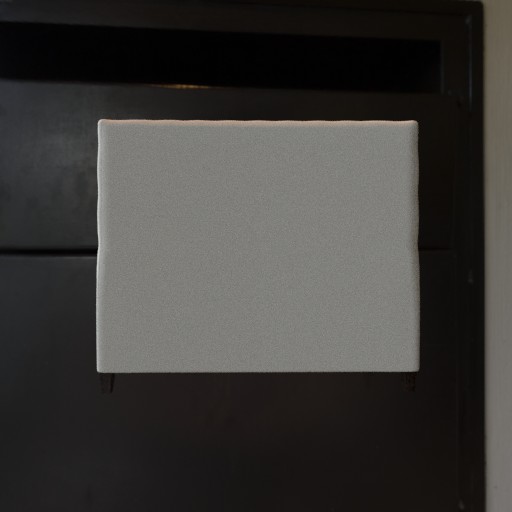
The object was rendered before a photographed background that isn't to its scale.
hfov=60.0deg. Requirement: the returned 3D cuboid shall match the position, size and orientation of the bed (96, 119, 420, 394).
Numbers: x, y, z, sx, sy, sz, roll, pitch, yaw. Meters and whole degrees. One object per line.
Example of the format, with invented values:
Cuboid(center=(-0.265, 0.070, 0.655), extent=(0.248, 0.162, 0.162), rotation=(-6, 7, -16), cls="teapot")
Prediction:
Cuboid(center=(0.000, 0.000, 3.398), extent=(1.696, 1.426, 2.233), rotation=(0, 0, -1), cls="bed")
